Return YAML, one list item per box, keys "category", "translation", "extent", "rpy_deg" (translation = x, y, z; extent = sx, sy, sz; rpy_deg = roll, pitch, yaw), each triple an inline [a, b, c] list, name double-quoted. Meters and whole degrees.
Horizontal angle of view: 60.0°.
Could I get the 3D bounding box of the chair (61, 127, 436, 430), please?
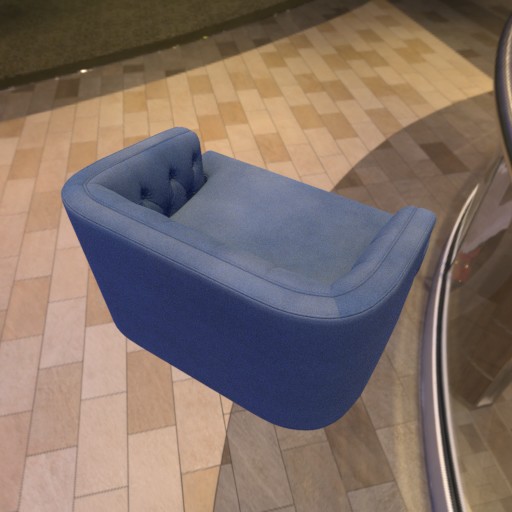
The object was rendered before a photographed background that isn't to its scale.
- category: "chair"
  translation: [0.000, 0.000, 1.718]
  extent: [1.118, 0.787, 0.914]
  rpy_deg: [24, 50, 22]
